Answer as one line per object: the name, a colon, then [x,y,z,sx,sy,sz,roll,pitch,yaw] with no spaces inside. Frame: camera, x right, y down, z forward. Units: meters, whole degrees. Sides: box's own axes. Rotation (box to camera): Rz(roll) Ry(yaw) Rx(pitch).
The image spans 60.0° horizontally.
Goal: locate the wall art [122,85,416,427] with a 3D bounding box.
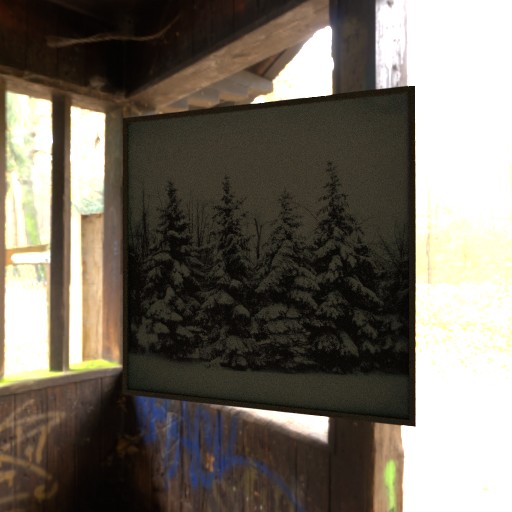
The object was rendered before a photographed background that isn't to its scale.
wall art: [0.000,0.000,1.118,0.758,0.758,0.039,0,0,18]
